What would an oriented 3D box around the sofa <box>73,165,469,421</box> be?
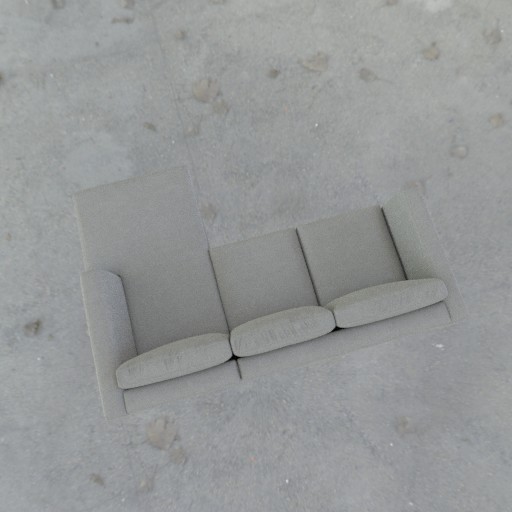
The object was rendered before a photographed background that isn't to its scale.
[{"bbox_3d":[0.000,0.000,3.038,2.300,0.860,1.580,-15,76,-4],"label":"sofa"}]
